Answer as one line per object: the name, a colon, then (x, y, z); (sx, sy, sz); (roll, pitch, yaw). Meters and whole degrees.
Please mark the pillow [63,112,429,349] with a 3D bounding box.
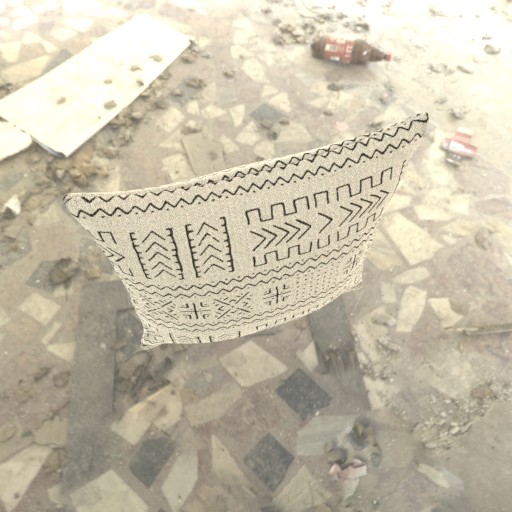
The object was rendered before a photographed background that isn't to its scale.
pillow: (0.000, 0.000, 0.673); (0.438, 0.430, 0.164); (-15, 59, -9)
